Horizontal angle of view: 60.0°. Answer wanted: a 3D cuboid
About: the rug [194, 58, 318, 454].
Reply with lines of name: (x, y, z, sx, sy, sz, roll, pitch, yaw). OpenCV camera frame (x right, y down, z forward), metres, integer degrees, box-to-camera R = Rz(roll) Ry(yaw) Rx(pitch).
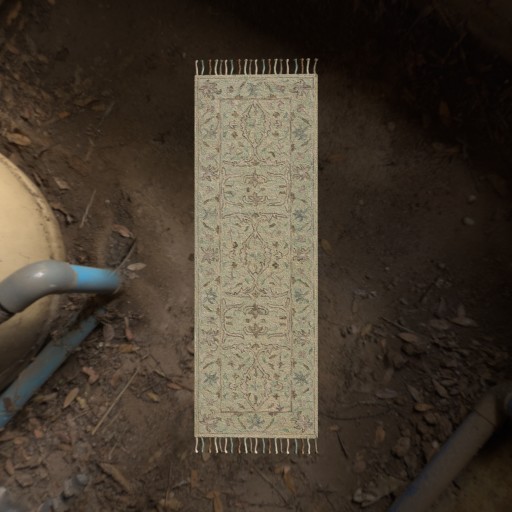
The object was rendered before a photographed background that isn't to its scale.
rug: (0.000, 0.000, 2.744, 0.769, 0.013, 2.440, 0, 90, 2)
